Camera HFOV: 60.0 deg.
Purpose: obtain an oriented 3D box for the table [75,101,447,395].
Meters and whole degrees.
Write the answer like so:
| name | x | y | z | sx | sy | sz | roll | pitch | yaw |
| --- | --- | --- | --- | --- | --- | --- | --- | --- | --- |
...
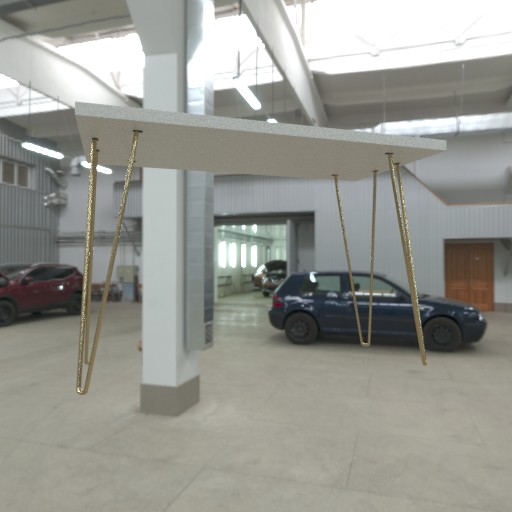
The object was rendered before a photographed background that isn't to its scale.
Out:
| name | x | y | z | sx | sy | sz | roll | pitch | yaw |
| --- | --- | --- | --- | --- | --- | --- | --- | --- | --- |
| table | 0.000 | 0.000 | 1.350 | 0.991 | 0.660 | 0.498 | 0 | -1 | -18 |
